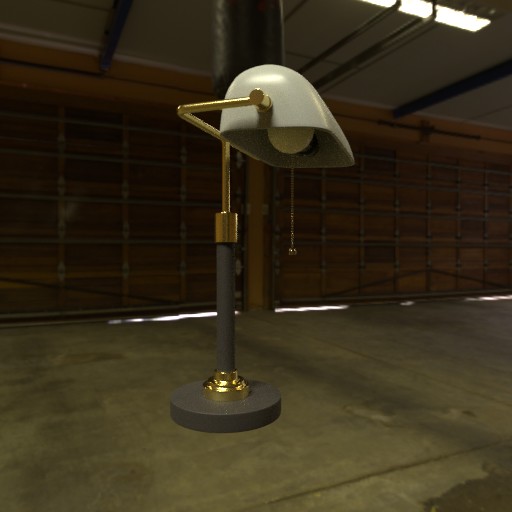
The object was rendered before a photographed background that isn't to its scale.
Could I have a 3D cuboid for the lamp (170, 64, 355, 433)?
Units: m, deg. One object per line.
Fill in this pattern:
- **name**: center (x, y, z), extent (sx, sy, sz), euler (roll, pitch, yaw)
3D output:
- **lamp**: center (0.000, 0.000, 0.561), extent (0.227, 0.404, 0.269), euler (0, 1, 20)
